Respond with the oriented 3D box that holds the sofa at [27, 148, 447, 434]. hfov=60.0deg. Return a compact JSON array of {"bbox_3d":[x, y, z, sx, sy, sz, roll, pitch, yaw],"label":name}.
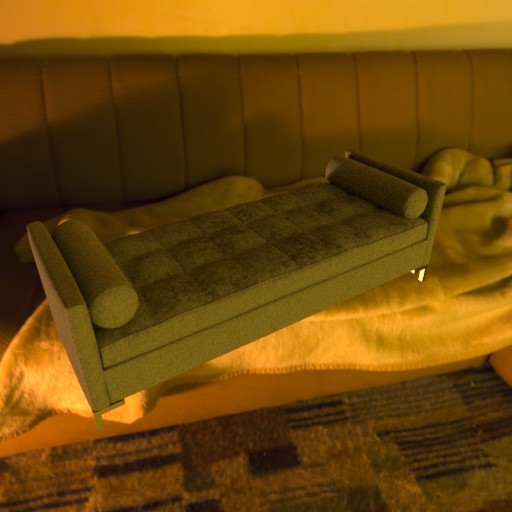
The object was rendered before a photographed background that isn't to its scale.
[{"bbox_3d":[0.000,0.000,2.449,2.102,0.657,0.797,-19,36,-28],"label":"sofa"}]
